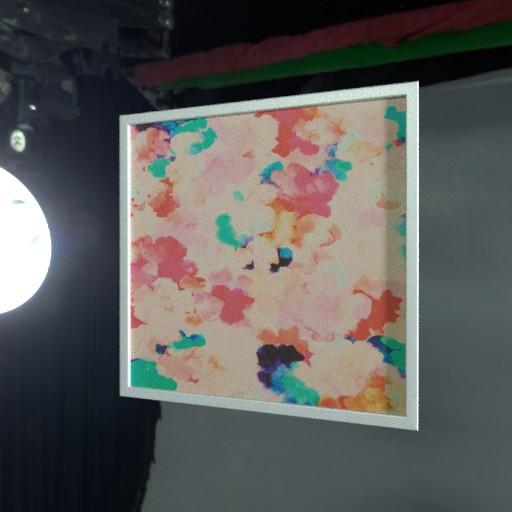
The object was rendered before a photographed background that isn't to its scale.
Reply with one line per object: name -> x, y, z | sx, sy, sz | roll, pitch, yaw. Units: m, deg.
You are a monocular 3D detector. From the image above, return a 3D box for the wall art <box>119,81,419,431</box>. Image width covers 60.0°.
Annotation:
wall art -> 0.000, 0.000, 0.737 | 0.506, 0.505, 0.038 | 0, 0, 18
